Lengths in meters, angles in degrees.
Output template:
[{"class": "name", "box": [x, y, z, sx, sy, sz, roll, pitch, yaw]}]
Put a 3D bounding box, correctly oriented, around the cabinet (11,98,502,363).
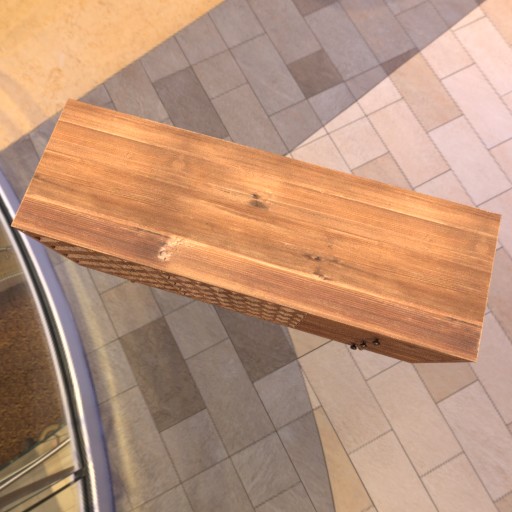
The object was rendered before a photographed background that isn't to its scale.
[{"class": "cabinet", "box": [0.000, 0.000, 1.711, 1.400, 0.800, 0.472, 16, 77, 4]}]
